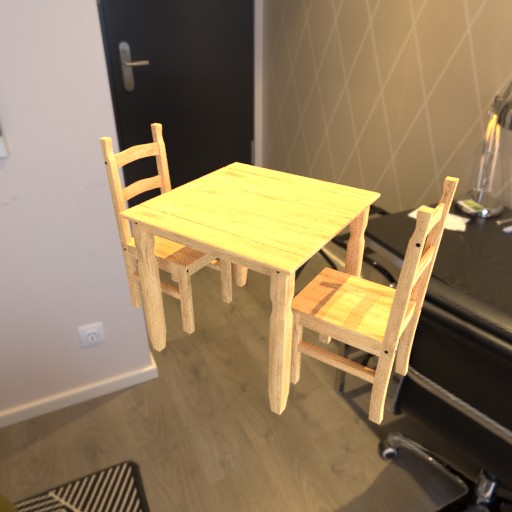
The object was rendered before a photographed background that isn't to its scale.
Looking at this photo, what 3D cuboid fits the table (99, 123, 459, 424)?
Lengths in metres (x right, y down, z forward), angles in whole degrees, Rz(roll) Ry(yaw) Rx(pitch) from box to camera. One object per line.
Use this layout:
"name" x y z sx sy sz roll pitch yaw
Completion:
"table" 0.000 0.000 2.045 1.501 0.942 0.813 18 35 29
